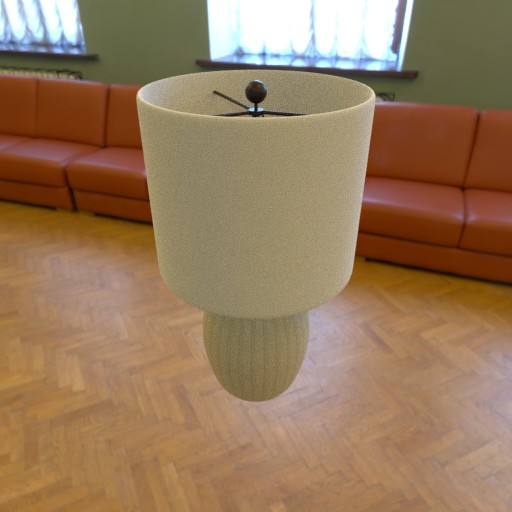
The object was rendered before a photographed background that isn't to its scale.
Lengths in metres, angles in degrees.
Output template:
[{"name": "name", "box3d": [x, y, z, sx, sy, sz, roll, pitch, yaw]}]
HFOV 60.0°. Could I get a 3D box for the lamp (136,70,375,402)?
[{"name": "lamp", "box3d": [0.000, 0.000, 0.764, 0.329, 0.570, 0.329, 10, 33, 15]}]
